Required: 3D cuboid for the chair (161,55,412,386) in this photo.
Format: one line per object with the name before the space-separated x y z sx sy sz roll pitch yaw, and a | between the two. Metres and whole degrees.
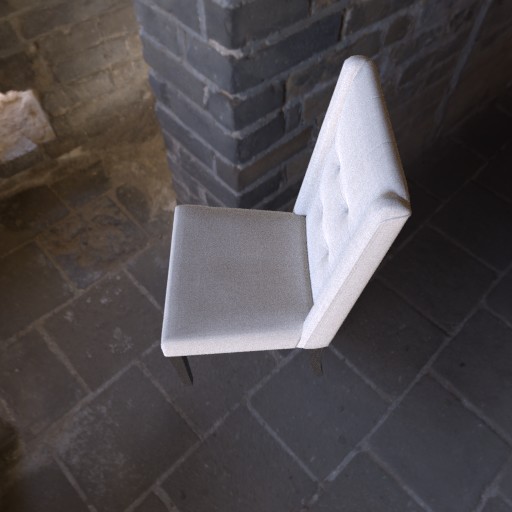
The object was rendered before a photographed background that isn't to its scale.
chair | 0.000 0.000 1.245 0.523 0.961 0.474 -1 57 0
